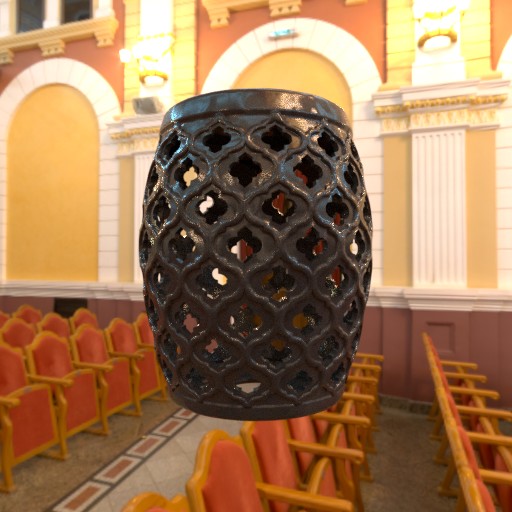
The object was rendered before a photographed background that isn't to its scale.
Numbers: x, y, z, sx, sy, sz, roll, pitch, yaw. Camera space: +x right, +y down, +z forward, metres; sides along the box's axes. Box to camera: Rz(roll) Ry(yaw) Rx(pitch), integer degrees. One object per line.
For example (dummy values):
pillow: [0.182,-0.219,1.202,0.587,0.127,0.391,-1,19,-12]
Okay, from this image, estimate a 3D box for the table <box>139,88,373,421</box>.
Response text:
table: [0.000,0.000,0.635,0.325,0.388,0.325,0,0,0]
